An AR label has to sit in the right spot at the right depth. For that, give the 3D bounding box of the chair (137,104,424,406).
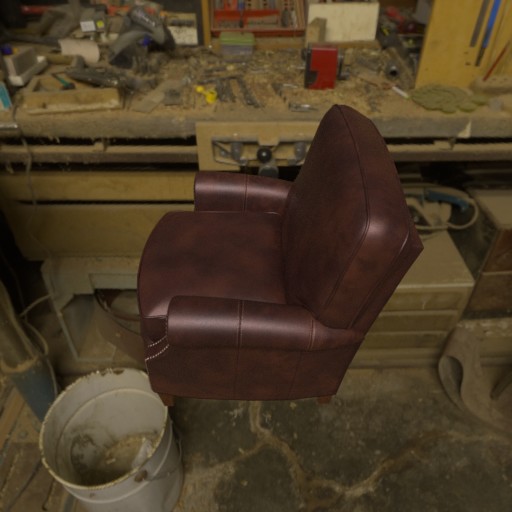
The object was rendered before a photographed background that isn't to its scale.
[{"bbox_3d":[0.000,0.000,1.765,0.986,1.018,0.936,0,42,0],"label":"chair"}]
